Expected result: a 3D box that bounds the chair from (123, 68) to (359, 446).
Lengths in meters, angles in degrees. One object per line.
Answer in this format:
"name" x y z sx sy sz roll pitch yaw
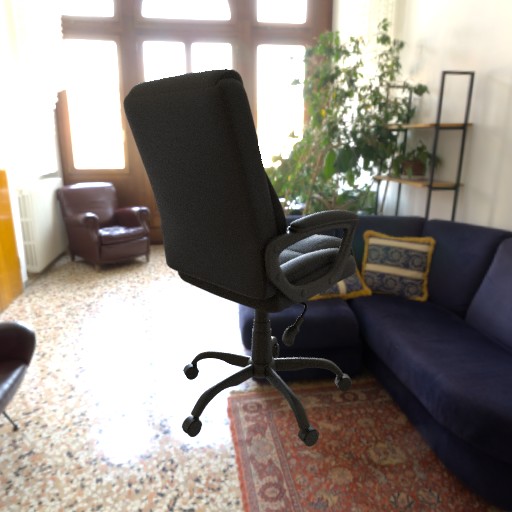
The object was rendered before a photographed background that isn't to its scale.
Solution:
"chair" 0.000 0.000 1.465 0.655 1.072 0.615 -14 20 -42
